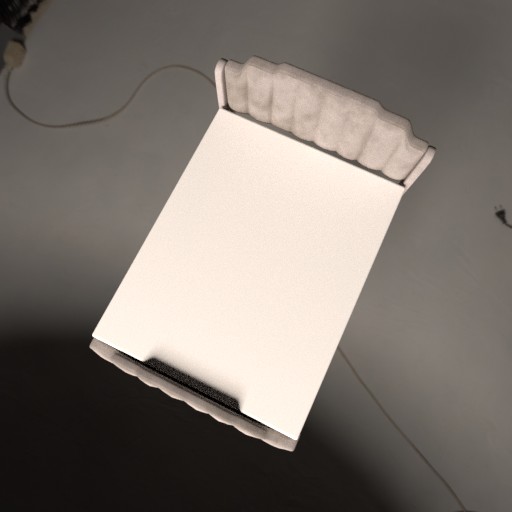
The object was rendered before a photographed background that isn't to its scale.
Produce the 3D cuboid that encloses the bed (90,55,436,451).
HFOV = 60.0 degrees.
[{"bbox_3d":[0.000,0.000,3.292,1.676,1.245,2.340,25,77,6],"label":"bed"}]
